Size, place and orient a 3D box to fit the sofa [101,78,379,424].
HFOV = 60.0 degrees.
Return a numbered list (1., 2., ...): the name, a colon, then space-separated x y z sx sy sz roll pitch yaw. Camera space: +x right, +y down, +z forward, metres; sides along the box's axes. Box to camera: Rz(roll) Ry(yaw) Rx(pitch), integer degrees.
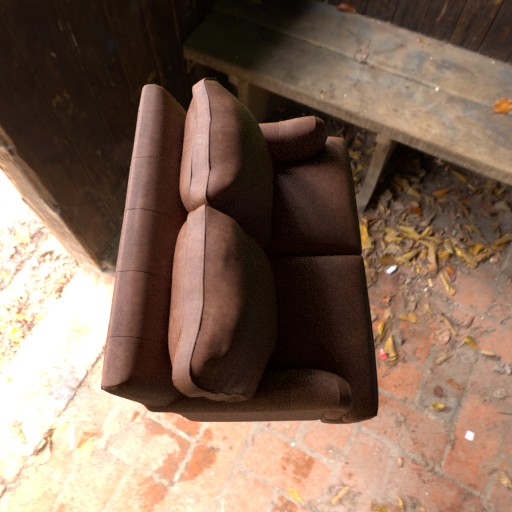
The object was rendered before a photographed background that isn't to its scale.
1. sofa: 0.000 0.000 2.172 1.077 1.004 1.527 0 64 0
